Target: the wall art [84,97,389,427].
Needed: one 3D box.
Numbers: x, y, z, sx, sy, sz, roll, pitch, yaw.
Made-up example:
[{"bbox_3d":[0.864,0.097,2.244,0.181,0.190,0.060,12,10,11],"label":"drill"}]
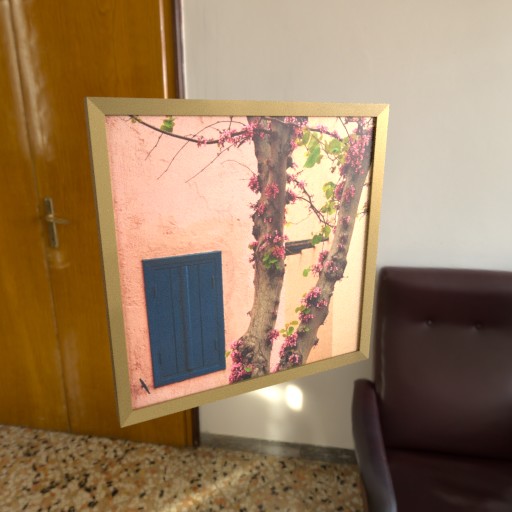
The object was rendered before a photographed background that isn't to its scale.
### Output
[{"bbox_3d":[0.000,0.000,0.771,0.507,0.508,0.038,-8,18,-25],"label":"wall art"}]
